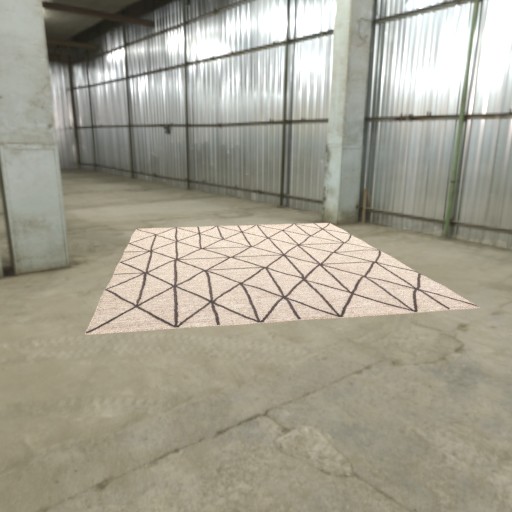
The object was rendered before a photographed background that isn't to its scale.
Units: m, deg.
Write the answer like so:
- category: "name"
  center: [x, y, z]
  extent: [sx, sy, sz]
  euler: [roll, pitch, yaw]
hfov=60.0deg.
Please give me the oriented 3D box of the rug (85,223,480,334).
- category: "rug"
  center: [0.000, 0.000, 4.122]
  extent: [2.468, 0.022, 3.061]
  euler: [-2, 15, -9]
